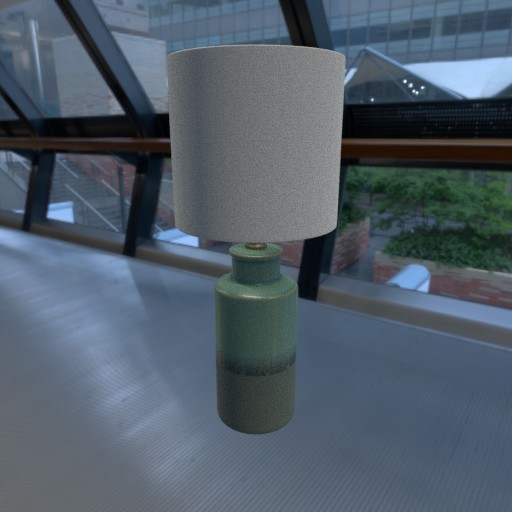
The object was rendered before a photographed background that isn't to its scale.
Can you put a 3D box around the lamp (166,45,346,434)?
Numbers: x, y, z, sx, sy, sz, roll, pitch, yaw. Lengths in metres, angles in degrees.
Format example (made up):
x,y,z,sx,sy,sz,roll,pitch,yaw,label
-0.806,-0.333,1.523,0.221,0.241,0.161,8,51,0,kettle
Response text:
x,y,z,sx,sy,sz,roll,pitch,yaw,label
0.000,0.000,0.604,0.212,0.493,0.212,-3,17,-9,lamp
